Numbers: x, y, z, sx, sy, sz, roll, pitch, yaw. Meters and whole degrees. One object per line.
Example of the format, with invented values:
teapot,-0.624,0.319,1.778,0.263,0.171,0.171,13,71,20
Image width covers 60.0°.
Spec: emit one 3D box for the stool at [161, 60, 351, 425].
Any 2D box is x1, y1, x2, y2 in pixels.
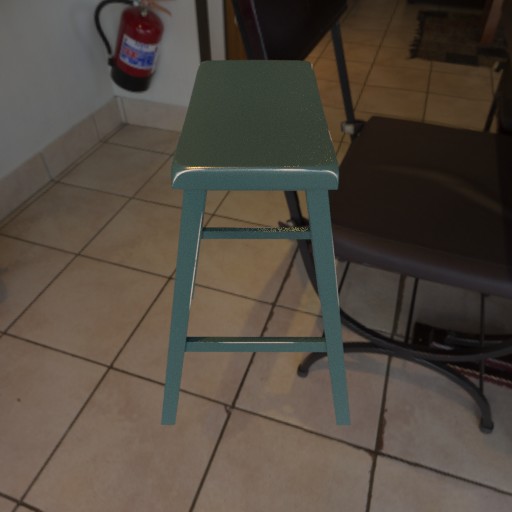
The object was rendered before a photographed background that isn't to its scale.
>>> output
stool,0.000,0.000,1.036,0.476,0.737,0.457,0,42,0
